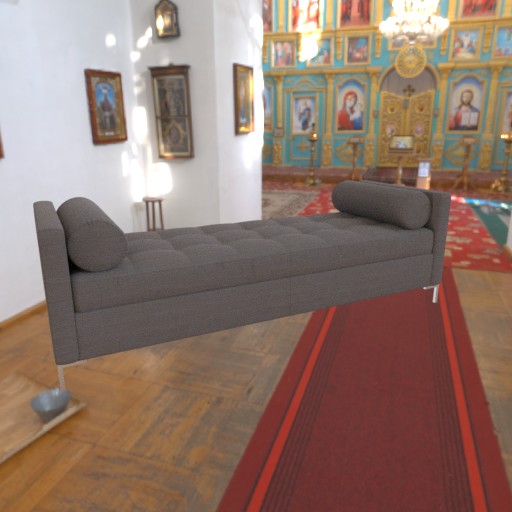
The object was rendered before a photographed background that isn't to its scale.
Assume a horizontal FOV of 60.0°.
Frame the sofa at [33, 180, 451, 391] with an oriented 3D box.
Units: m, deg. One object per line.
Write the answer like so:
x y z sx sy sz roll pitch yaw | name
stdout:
0.000 0.000 2.276 1.981 0.635 0.686 -8 18 -26 | sofa
